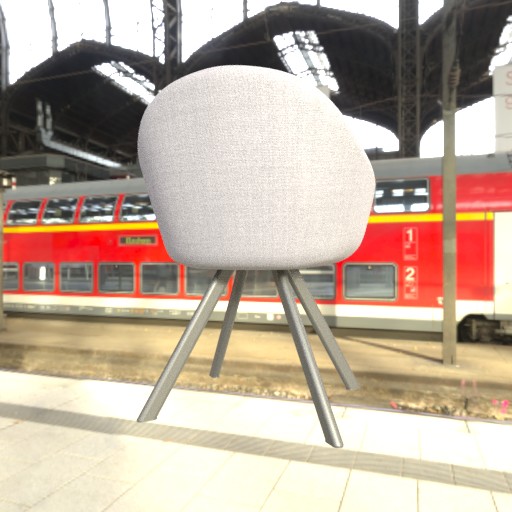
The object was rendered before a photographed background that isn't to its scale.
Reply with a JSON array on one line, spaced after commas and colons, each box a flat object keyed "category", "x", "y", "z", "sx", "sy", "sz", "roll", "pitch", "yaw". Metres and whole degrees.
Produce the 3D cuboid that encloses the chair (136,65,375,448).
[{"category": "chair", "x": 0.000, "y": 0.000, "z": 1.161, "sx": 0.590, "sy": 0.795, "sz": 0.550, "roll": 0, "pitch": 0, "yaw": 18}]
